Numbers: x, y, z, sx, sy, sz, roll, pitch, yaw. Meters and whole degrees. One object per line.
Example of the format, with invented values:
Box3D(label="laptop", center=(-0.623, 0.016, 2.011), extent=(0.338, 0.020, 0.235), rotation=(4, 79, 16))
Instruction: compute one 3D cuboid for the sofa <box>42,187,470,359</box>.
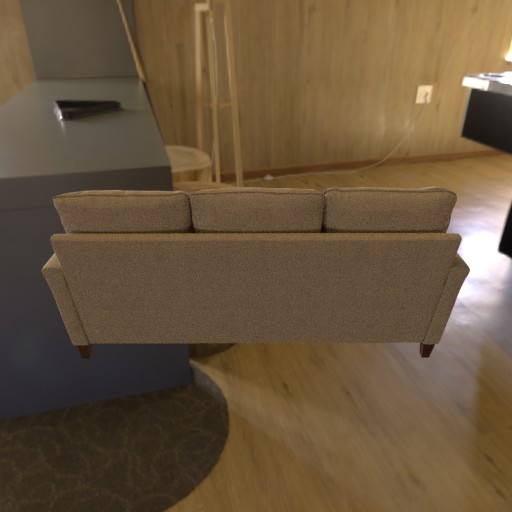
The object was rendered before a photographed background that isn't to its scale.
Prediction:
Box3D(label="sofa", center=(0.000, 0.000, 2.371), extent=(1.925, 0.959, 0.828), rotation=(0, 29, 0))
